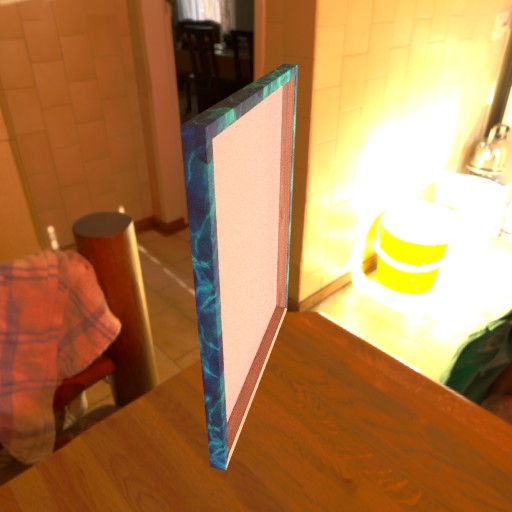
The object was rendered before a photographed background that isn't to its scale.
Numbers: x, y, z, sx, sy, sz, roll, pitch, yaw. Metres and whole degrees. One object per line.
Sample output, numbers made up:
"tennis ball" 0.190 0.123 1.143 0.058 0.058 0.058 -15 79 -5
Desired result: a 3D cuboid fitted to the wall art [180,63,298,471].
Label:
"wall art" 0.000 0.000 1.045 0.038 0.760 0.609 9 32 14
